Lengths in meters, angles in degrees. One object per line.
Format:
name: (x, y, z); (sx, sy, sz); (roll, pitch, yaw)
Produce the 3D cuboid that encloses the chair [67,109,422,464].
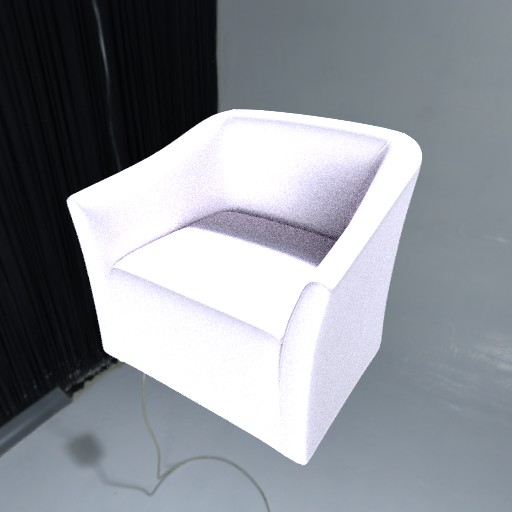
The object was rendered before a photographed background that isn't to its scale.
chair: (0.000, 0.000, 1.353); (0.790, 0.720, 0.700); (18, 34, 29)
